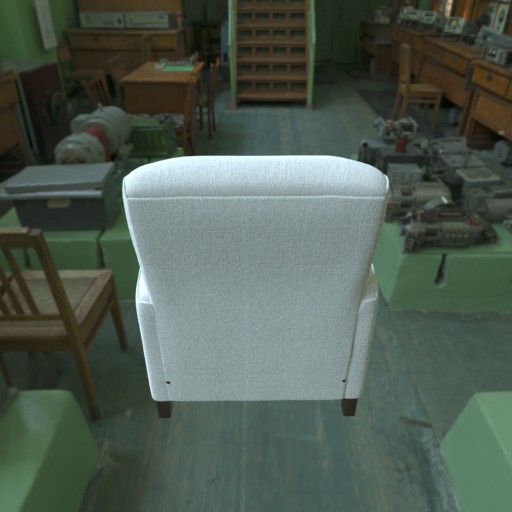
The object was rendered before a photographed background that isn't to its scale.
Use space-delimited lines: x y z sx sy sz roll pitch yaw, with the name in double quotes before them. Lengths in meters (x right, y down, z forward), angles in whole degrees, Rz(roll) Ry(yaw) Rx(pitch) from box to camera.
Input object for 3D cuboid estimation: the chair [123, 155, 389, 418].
"chair" 0.000 0.000 1.708 0.841 1.028 0.858 -1 32 -1
